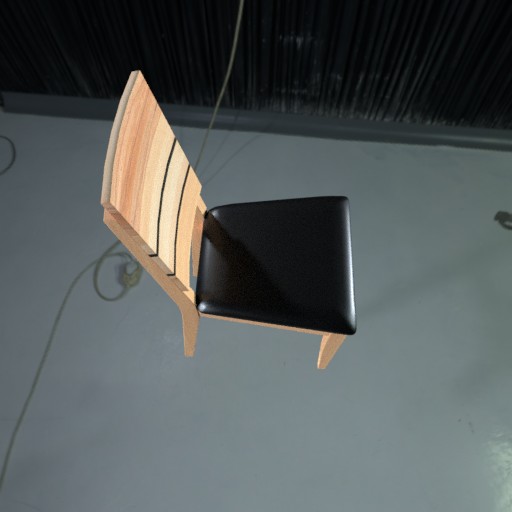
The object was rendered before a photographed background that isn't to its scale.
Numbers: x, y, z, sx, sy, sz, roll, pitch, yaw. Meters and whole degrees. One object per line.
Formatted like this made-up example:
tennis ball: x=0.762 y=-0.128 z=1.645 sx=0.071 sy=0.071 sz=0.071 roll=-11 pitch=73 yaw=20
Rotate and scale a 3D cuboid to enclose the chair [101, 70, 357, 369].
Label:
chair: x=0.000 y=0.000 z=1.188 sx=0.520 sy=0.940 sz=0.410 roll=2 pitch=64 yaw=1
